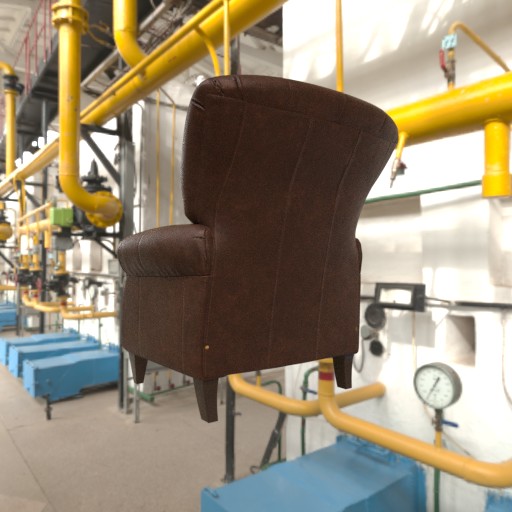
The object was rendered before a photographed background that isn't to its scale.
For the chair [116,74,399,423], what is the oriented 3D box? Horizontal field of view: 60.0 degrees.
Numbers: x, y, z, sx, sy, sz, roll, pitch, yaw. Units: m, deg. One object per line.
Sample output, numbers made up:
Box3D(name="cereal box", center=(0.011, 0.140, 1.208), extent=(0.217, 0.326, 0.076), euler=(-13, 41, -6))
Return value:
Box3D(name="chair", center=(0.000, 0.000, 1.917), extent=(0.979, 1.162, 1.031), euler=(1, -2, -37))
